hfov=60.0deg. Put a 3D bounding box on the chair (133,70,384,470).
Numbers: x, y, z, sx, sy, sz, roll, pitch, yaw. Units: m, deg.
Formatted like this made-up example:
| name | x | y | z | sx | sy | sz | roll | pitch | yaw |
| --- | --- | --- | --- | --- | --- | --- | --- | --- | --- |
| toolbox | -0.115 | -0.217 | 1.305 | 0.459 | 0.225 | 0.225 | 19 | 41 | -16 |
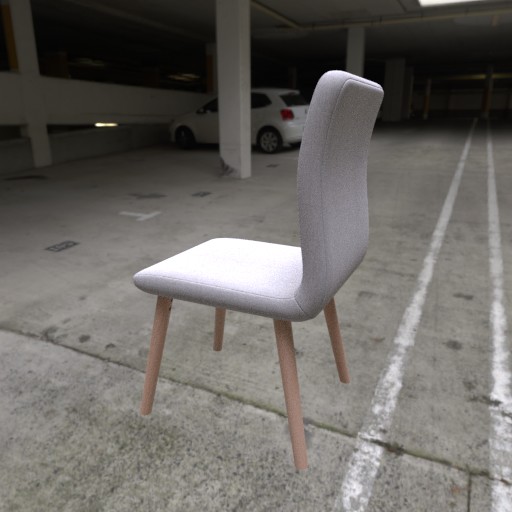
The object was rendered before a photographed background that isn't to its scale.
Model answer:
| name | x | y | z | sx | sy | sz | roll | pitch | yaw |
| --- | --- | --- | --- | --- | --- | --- | --- | --- | --- |
| chair | 0.000 | 0.000 | 1.204 | 0.550 | 0.885 | 0.435 | 8 | 19 | 24 |
